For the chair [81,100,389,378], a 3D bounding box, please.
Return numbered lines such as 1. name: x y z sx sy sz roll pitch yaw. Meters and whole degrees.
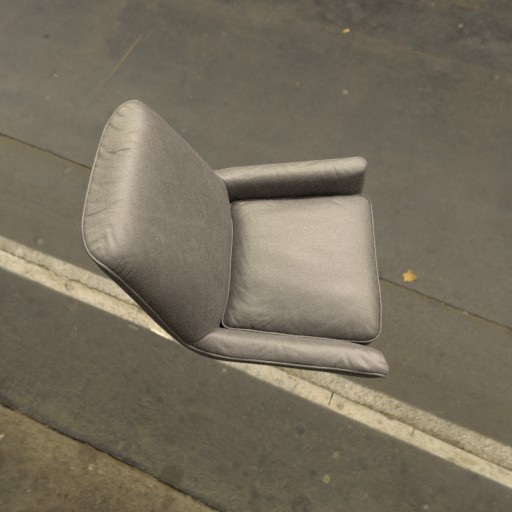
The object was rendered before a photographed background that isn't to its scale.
1. chair: 0.000 0.000 1.469 0.822 0.888 0.787 1 63 1
